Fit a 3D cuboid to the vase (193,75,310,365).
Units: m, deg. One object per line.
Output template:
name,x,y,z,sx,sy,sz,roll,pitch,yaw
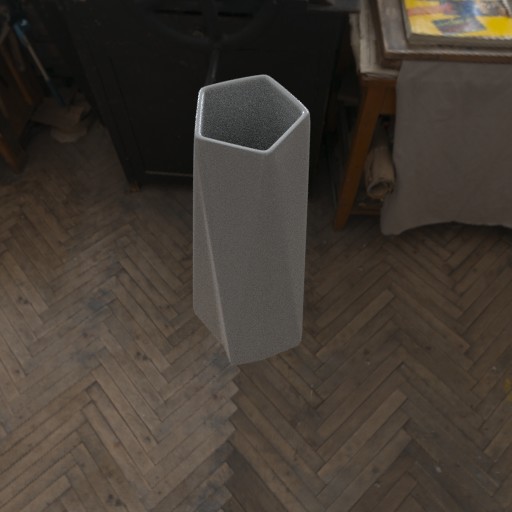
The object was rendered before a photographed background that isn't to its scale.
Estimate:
vase,0.000,0.000,0.396,0.116,0.329,0.122,-32,64,-18
